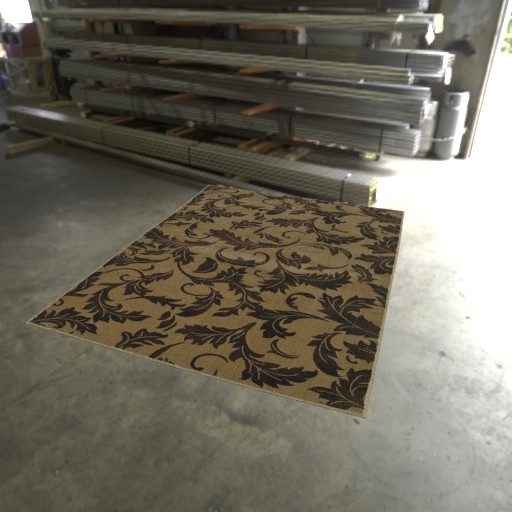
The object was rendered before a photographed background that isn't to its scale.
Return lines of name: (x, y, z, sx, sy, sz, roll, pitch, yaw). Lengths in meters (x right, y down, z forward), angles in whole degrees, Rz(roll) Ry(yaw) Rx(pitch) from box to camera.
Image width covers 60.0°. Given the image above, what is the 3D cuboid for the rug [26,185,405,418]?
rug: (0.000, 0.000, 3.960, 2.380, 0.008, 2.977, 10, 31, 18)
